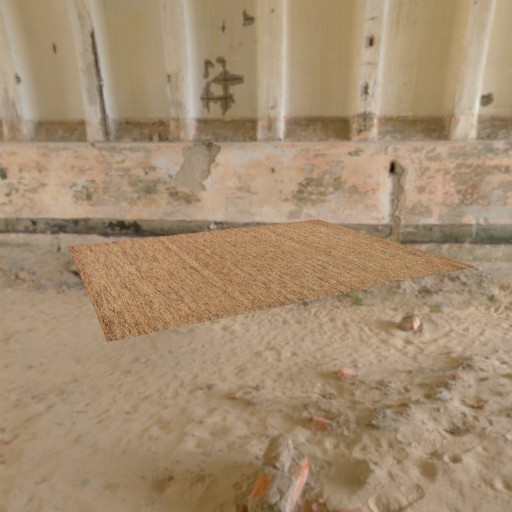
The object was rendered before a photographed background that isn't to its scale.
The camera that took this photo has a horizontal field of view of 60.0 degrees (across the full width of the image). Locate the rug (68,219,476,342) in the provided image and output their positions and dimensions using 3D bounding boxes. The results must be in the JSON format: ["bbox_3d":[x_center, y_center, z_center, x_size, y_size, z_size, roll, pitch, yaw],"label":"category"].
[{"bbox_3d":[0.000,0.000,4.325,3.200,0.012,2.438,-8,18,-26],"label":"rug"}]
